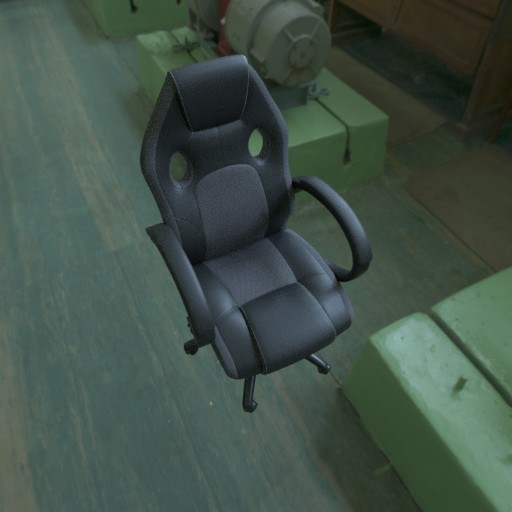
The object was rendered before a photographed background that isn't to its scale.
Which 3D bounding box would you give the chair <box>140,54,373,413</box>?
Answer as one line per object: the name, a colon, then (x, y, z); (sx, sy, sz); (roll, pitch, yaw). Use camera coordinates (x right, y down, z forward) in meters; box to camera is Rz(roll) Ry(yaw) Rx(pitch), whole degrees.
chair: (0.000, 0.000, 1.633); (0.673, 1.187, 0.724); (-21, 51, -18)
